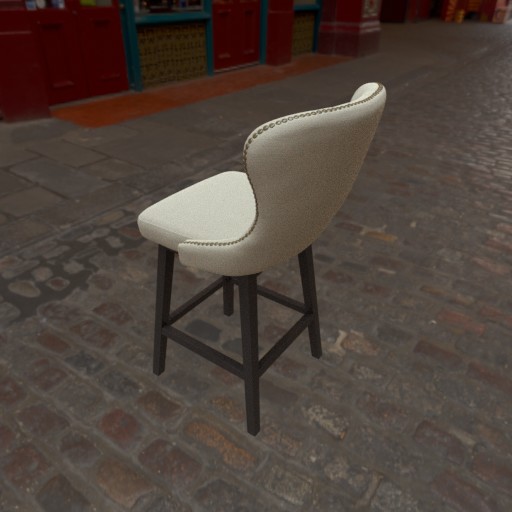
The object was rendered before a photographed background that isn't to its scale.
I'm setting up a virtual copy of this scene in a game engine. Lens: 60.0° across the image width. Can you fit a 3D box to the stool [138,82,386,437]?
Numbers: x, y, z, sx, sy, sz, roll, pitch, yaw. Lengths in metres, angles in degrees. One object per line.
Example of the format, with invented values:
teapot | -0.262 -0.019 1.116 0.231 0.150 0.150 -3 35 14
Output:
stool | 0.000 0.000 1.309 0.593 0.971 0.528 21 37 30
